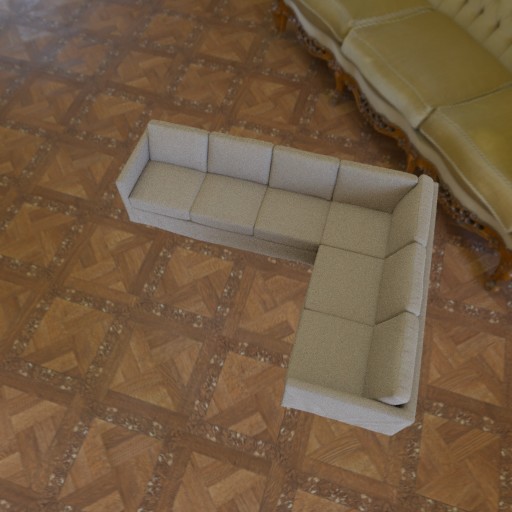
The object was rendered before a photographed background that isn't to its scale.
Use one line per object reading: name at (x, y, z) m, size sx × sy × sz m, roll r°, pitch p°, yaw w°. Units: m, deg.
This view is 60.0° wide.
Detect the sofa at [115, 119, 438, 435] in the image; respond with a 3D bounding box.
sofa at (0.000, 0.000, 4.346) m, size 3.182 × 0.871 × 2.432 m, roll 14°, pitch 60°, yaw 8°
